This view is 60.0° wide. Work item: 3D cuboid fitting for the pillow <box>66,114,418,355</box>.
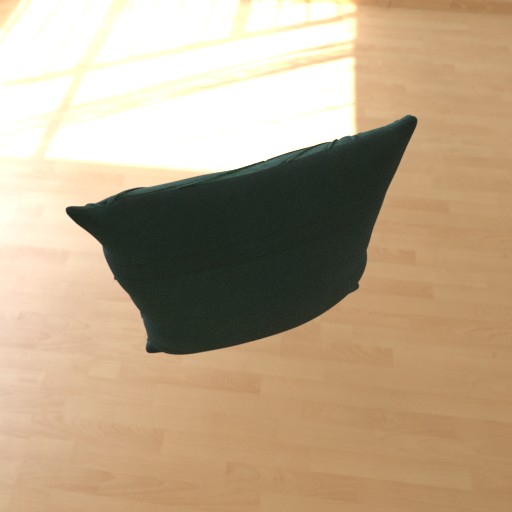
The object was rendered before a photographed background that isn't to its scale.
[{"bbox_3d":[0.000,0.000,0.695,0.439,0.440,0.184,-16,59,-10],"label":"pillow"}]
